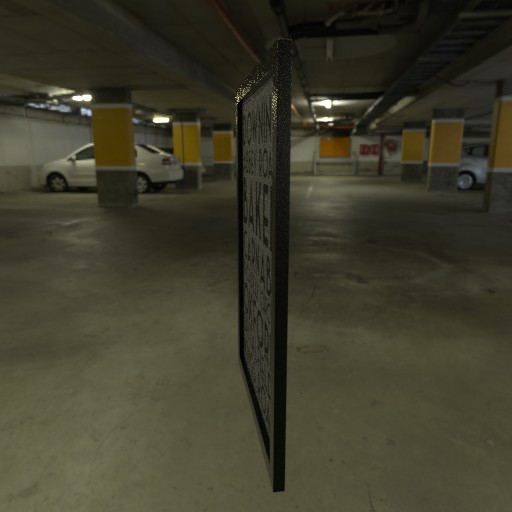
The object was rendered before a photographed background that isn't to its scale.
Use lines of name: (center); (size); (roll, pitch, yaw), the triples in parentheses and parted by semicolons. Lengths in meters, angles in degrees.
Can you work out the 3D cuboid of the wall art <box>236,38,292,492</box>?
wall art: (0.000, 0.000, 0.556); (0.013, 0.432, 0.304); (-2, 13, -9)
